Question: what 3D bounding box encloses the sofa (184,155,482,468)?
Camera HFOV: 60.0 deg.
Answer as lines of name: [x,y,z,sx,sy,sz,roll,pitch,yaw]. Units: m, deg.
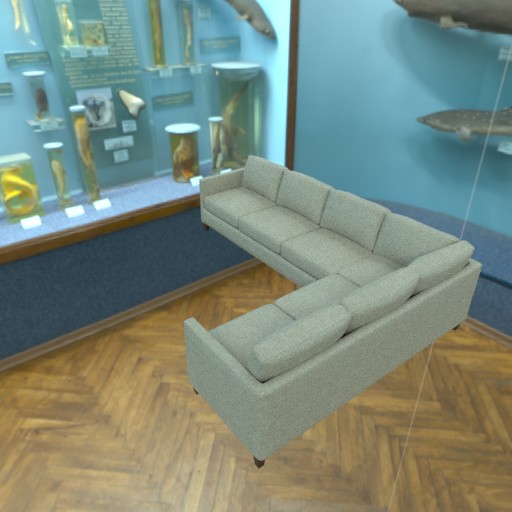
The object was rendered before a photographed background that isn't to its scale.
sofa: [0.000,0.000,4.463,2.522,0.934,3.333,-21,37,-31]
